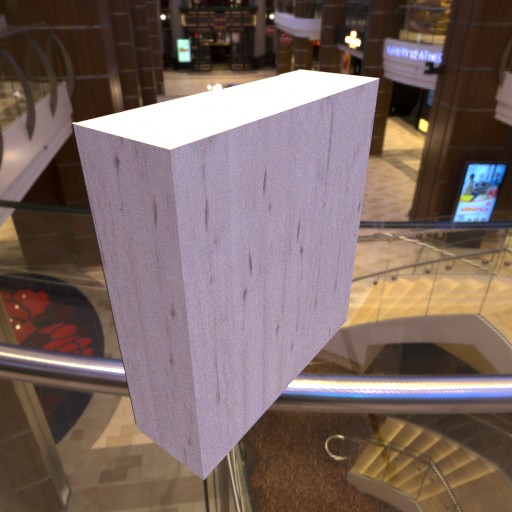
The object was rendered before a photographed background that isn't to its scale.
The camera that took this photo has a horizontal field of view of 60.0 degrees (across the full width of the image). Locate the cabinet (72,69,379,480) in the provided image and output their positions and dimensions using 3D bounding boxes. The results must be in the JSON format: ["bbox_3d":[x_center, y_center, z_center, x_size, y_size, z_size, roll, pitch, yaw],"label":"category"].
[{"bbox_3d":[0.000,0.000,3.154,0.660,2.180,2.000,21,37,31],"label":"cabinet"}]
